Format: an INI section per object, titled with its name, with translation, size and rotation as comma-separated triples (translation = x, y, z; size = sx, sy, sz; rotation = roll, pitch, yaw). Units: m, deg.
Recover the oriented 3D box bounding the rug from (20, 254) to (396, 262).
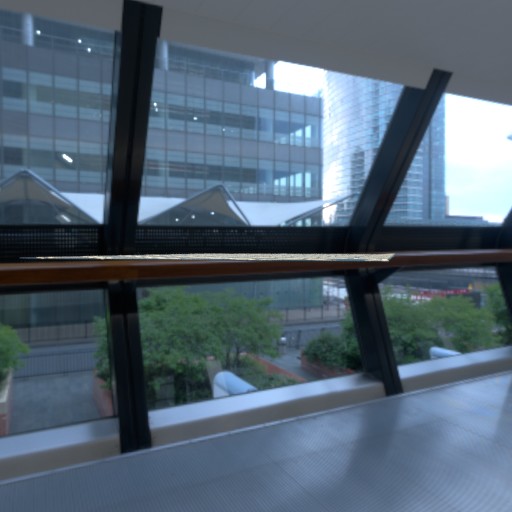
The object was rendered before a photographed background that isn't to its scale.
[rug]
translation = 0.000, 0.000, 3.840
size = 2.277, 0.020, 2.867
rotation = 0, 1, 18
